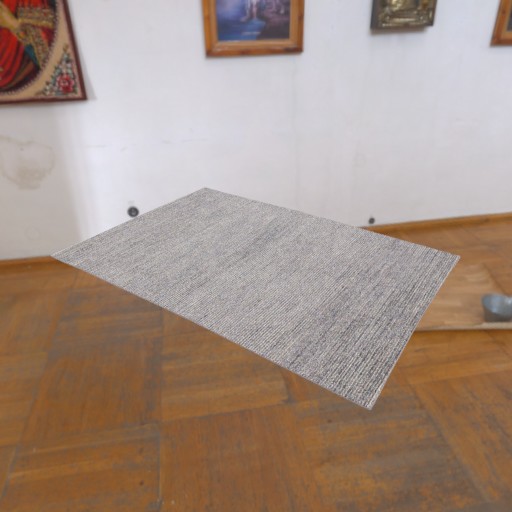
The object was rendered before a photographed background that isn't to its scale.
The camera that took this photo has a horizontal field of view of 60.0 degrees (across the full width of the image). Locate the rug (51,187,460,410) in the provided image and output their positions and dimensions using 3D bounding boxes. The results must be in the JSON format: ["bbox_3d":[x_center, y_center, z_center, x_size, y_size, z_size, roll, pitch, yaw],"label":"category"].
[{"bbox_3d":[0.000,0.000,3.017,2.307,0.030,1.604,19,35,30],"label":"rug"}]
